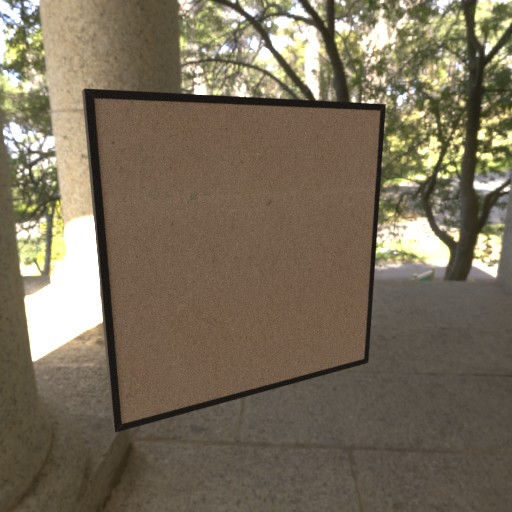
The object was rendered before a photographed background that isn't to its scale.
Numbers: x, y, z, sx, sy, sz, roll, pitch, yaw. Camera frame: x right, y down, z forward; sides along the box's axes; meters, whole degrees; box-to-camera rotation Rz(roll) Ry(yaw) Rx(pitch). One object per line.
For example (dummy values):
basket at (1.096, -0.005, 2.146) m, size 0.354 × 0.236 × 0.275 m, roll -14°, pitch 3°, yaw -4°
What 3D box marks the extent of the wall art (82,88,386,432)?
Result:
wall art at (0.000, 0.000, 1.132) m, size 0.762 × 0.762 × 0.038 m, roll -7°, pitch 16°, yaw -26°
